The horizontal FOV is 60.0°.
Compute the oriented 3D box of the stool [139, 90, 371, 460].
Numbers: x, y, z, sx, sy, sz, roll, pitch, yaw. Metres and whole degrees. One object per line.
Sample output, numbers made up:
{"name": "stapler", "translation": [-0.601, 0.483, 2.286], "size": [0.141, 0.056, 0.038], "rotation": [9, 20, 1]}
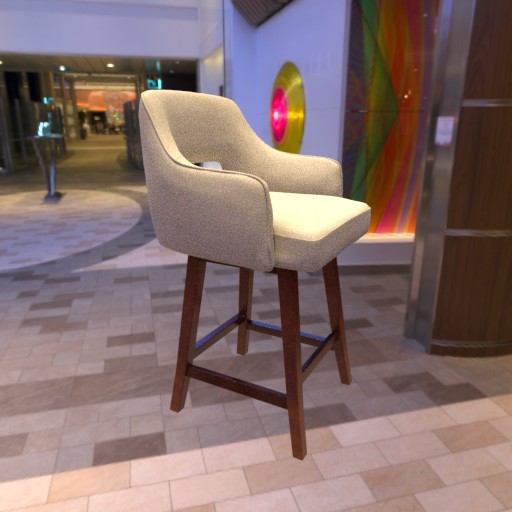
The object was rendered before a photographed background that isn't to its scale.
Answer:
{"name": "stool", "translation": [0.000, 0.000, 1.316], "size": [0.560, 0.936, 0.550], "rotation": [9, 19, 28]}
